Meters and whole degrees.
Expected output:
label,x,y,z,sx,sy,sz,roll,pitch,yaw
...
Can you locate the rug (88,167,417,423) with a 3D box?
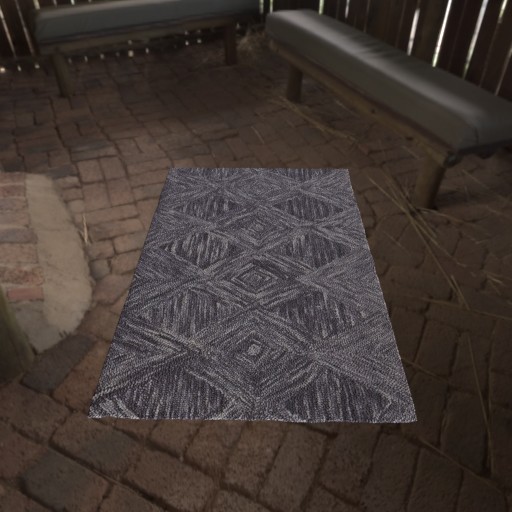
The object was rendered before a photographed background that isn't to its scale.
label,x,y,z,sx,sy,sz,roll,pitch,yaw
rug,0.000,0.000,2.268,1.186,0.012,1.814,1,40,1
